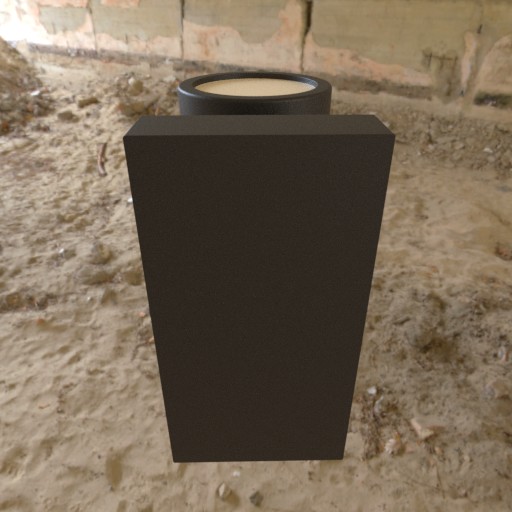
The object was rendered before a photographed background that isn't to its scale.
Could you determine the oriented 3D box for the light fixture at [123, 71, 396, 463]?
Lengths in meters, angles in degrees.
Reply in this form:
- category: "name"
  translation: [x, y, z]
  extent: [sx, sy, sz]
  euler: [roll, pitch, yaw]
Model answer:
- category: "light fixture"
  translation: [0.000, 0.000, 0.255]
  extent: [0.098, 0.179, 0.138]
  euler: [-1, 31, -1]
